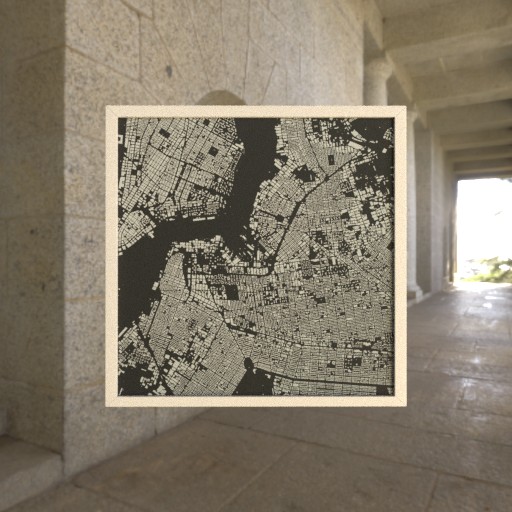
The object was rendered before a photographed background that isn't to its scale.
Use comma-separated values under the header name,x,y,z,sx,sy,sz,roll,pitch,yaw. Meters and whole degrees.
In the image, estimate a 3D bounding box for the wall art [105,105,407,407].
name,x,y,z,sx,sy,sz,roll,pitch,yaw
wall art,0.000,0.000,0.467,0.305,0.305,0.037,0,0,0
